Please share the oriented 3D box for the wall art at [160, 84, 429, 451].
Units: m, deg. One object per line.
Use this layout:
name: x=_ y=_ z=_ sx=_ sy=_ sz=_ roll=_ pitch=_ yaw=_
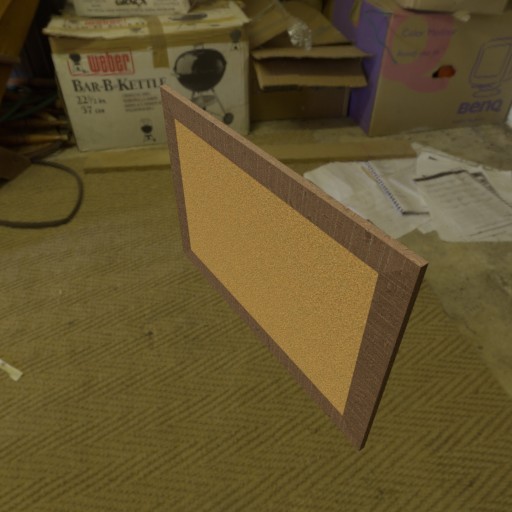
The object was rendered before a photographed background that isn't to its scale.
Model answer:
wall art: x=0.000 y=0.000 z=1.180 sx=0.019 sy=0.626 sz=0.917 roll=-25 pitch=47 yaw=-26
